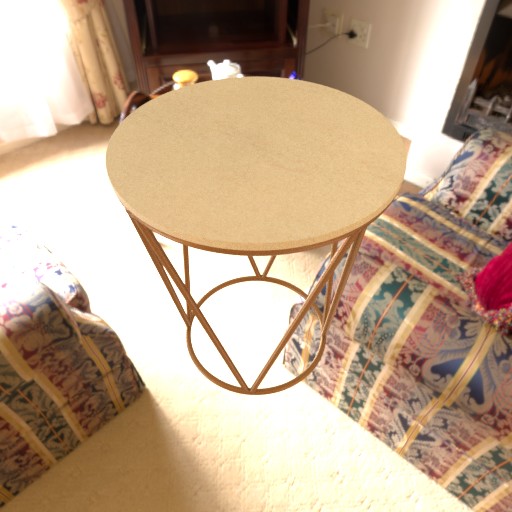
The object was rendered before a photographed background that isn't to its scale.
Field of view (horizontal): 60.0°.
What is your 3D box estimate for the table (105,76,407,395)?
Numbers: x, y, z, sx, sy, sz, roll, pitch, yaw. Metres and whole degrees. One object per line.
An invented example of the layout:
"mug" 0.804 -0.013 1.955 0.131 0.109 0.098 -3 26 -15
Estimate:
"table" 0.000 0.000 0.956 0.500 0.564 0.500 0 46 0
